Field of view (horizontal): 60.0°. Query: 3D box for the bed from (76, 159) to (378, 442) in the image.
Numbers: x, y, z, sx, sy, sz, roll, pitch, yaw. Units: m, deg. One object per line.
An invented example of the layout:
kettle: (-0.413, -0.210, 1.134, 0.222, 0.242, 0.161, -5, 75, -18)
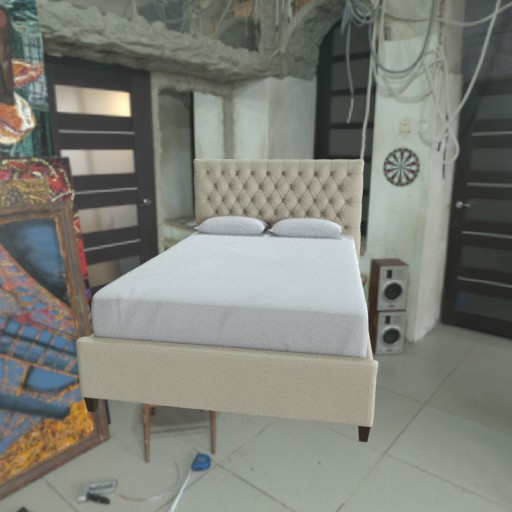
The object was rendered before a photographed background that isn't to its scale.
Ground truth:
bed: (0.000, 0.000, 3.446, 1.698, 1.427, 2.387, 2, 14, 10)
